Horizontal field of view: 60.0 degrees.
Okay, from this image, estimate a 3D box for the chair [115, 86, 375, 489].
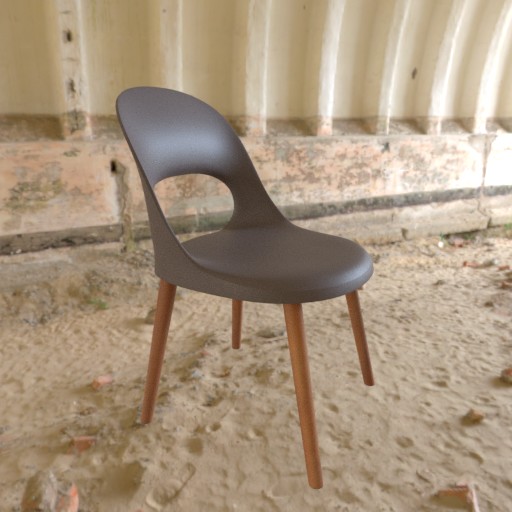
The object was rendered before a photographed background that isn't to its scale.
[{"bbox_3d":[0.000,0.000,1.083,0.556,0.794,0.470,8,18,27],"label":"chair"}]
